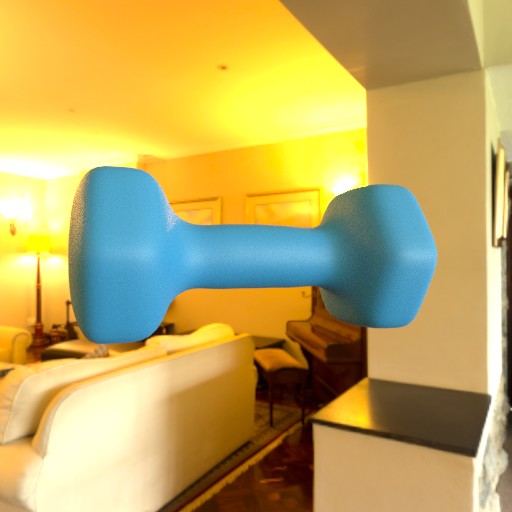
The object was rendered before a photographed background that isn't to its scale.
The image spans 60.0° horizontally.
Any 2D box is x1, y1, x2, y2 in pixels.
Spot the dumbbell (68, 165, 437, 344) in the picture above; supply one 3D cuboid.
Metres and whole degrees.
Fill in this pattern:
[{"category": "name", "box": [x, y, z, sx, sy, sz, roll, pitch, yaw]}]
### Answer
[{"category": "dumbbell", "box": [0.000, 0.000, 0.195, 0.152, 0.066, 0.074, 0, -1, -18]}]
